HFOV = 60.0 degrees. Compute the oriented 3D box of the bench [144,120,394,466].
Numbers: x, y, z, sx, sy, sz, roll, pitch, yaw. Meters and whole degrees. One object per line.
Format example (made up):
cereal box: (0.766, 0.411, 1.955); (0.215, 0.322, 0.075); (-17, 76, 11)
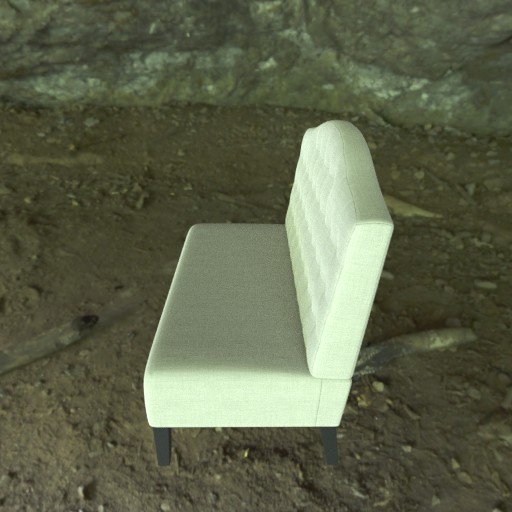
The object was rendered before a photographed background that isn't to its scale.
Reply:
bench: (0.000, 0.000, 2.042); (0.815, 1.180, 1.335); (0, 27, 0)
